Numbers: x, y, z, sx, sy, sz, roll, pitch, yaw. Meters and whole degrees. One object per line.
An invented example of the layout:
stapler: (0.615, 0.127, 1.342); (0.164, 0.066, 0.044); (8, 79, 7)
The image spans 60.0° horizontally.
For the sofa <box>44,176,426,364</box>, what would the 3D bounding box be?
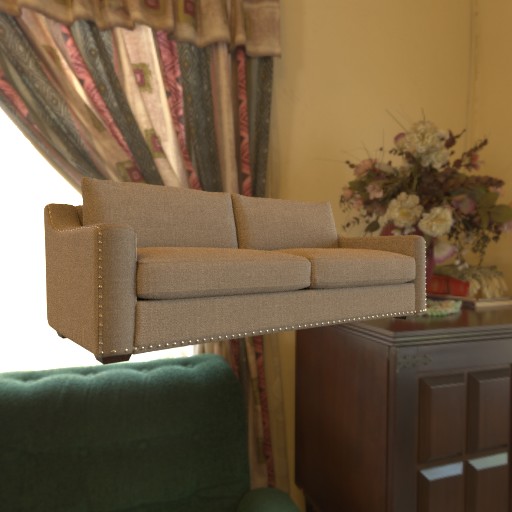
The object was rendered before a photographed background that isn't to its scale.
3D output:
sofa: (0.000, 0.000, 2.723); (2.208, 0.857, 1.000); (0, 0, -37)
